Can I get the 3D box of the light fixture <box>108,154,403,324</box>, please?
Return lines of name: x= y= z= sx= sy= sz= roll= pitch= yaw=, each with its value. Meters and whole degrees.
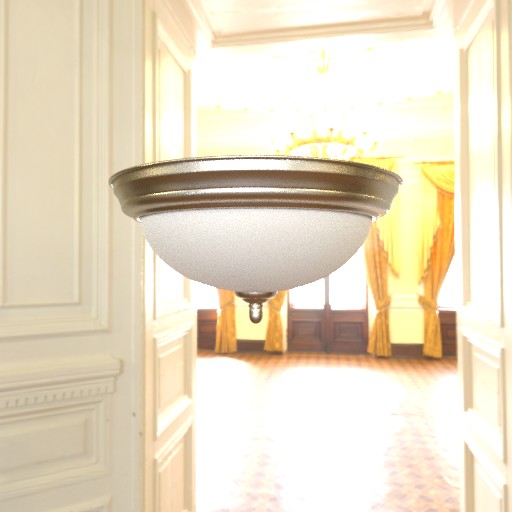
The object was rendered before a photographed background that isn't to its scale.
light fixture: x=0.000 y=0.000 z=0.442 sx=0.280 sy=0.135 sz=0.280 roll=0 pitch=-1 yaw=0
